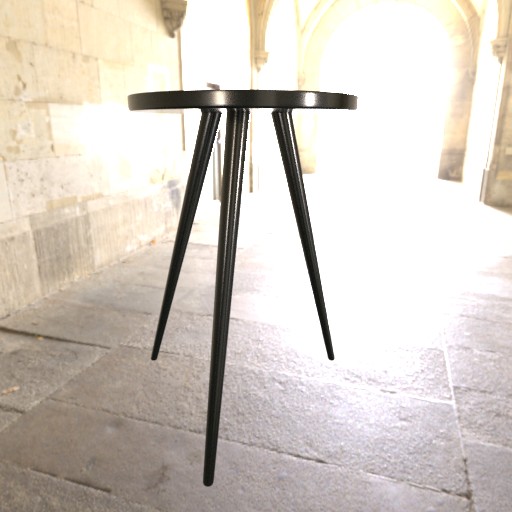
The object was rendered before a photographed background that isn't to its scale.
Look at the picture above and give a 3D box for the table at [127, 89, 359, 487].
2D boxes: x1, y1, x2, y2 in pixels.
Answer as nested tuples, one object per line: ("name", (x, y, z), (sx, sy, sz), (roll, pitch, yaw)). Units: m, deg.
("table", (0.000, 0.000, 0.816), (0.415, 0.548, 0.403), (-8, 18, -26))
